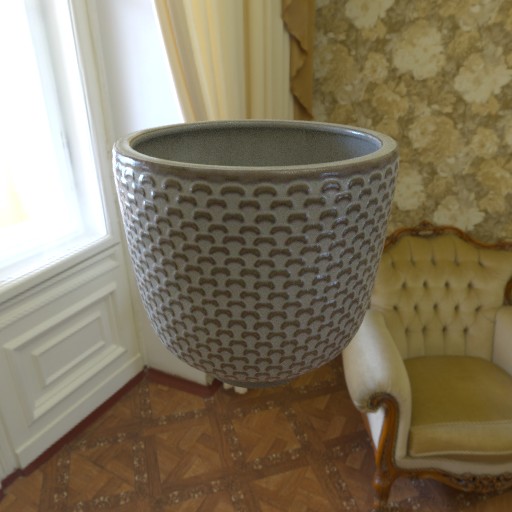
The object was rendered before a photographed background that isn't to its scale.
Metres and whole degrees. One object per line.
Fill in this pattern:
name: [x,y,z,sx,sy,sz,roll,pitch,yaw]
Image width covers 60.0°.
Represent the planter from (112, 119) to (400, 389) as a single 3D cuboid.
planter: [0.000,0.000,0.247,0.139,0.130,0.139,0,25,0]
